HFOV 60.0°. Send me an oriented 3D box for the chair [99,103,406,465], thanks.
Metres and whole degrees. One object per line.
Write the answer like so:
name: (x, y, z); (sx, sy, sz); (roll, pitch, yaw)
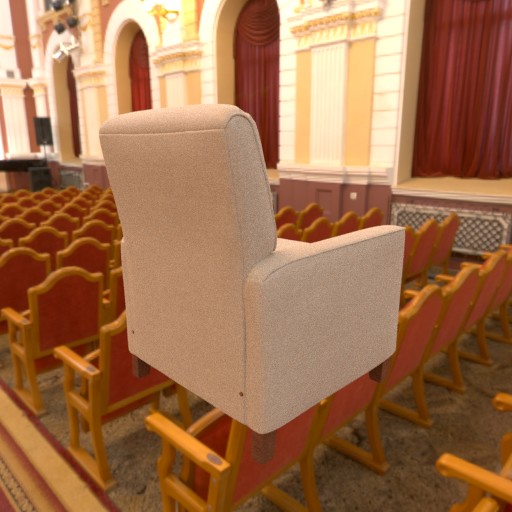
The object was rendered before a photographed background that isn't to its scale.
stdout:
chair: (0.000, 0.000, 1.668); (0.858, 1.023, 0.841); (-13, 19, -43)
